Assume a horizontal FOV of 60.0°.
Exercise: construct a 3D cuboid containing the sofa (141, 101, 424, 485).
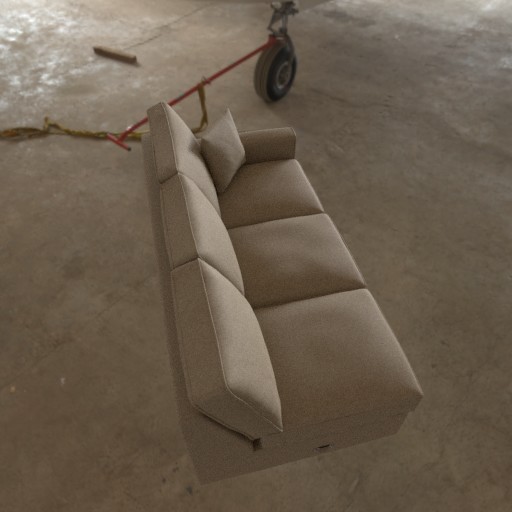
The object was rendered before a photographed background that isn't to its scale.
[{"bbox_3d":[0.000,0.000,2.434,1.034,0.946,1.963,-10,48,-9],"label":"sofa"}]
